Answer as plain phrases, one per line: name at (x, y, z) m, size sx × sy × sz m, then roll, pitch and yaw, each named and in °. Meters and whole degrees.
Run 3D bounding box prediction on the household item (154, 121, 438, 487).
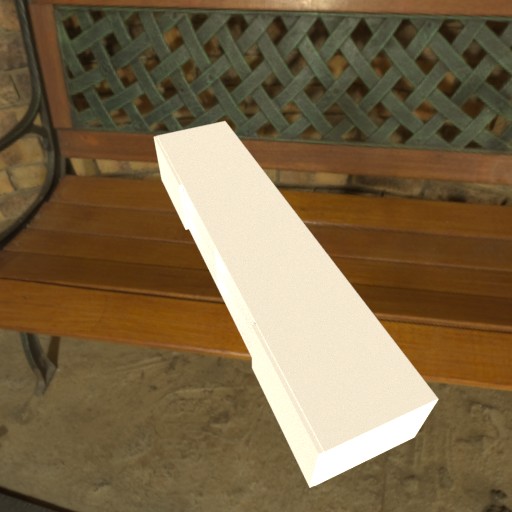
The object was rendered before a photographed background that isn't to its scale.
household item at (0.000, 0.000, 2.007) m, size 0.420 × 0.310 × 1.850 m, roll -17°, pitch 48°, yaw -16°
